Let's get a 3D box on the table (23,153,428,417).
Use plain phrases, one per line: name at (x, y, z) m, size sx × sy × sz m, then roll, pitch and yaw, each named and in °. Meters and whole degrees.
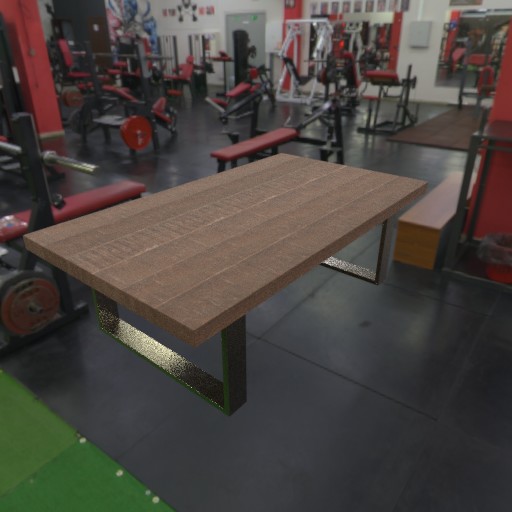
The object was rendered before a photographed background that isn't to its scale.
table at (0.000, 0.000, 1.785) m, size 0.800 × 0.440 × 1.400 m, roll 21°, pitch 33°, yaw 35°
